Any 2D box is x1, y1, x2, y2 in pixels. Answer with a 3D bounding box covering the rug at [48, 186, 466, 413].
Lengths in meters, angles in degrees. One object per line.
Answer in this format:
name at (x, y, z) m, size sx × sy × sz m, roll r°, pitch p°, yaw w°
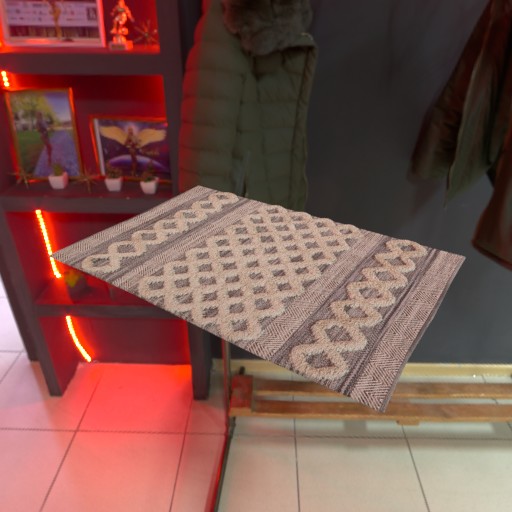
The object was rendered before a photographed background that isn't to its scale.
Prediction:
rug at (0.000, 0.000, 2.318) m, size 1.823 × 0.030 × 1.222 m, roll 19°, pitch 35°, yaw 29°
